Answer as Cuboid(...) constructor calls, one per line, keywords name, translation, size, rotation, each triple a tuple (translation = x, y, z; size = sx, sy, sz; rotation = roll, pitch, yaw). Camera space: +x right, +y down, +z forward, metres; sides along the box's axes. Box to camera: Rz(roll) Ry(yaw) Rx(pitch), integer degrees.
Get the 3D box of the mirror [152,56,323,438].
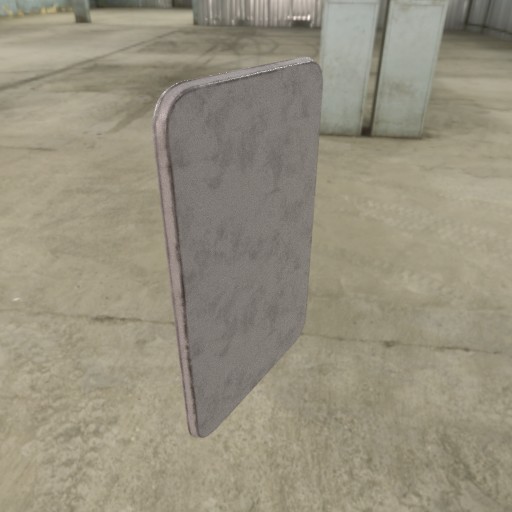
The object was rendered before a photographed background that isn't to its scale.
Cuboid(name="mirror", translation=(0.000, 0.000, 0.901), size=(0.024, 0.713, 0.461), rotation=(19, 36, 29))
